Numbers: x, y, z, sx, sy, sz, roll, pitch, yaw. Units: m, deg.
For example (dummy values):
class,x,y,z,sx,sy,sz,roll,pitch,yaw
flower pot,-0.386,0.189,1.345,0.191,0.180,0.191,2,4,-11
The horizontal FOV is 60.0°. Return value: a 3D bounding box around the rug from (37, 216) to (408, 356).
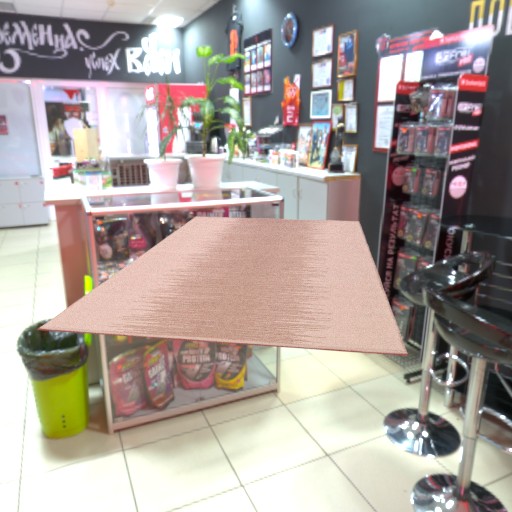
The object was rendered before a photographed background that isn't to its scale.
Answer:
class,x,y,z,sx,sy,sz,roll,pitch,yaw
rug,0.000,0.000,2.931,1.522,0.012,2.440,2,17,8
